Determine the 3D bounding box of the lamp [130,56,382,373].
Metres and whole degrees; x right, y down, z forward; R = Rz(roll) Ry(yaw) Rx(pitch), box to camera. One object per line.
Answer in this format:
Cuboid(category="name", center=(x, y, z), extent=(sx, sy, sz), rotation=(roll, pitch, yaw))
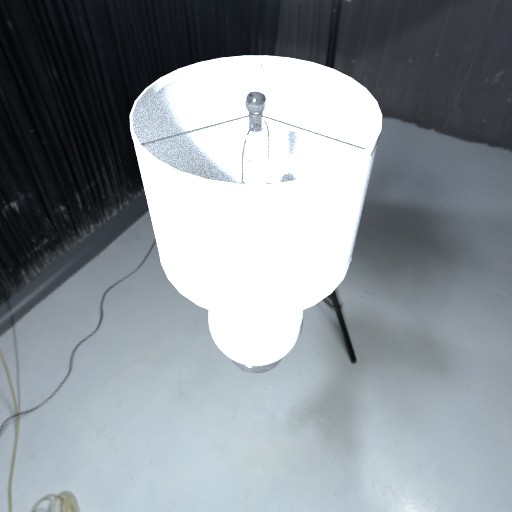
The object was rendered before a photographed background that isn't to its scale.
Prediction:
Cuboid(category="lamp", center=(0.000, 0.000, 0.862), extent=(0.357, 0.673, 0.357), rotation=(25, 52, 21))
